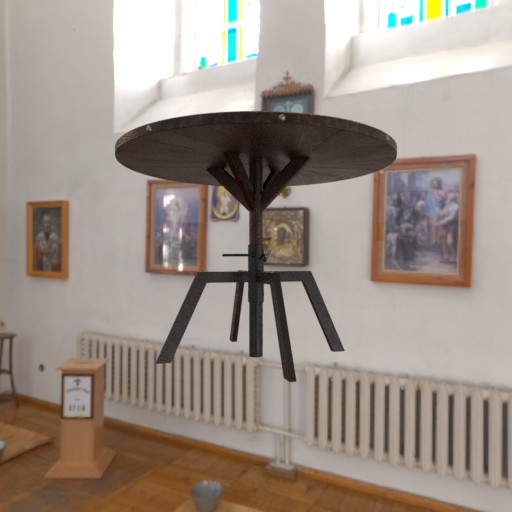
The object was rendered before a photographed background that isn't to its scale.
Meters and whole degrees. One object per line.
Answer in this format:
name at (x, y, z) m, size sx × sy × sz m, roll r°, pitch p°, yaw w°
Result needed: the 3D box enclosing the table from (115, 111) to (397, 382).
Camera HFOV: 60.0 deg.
table at (0.000, 0.000, 1.455) m, size 0.885 × 0.658 × 0.885 m, roll 0°, pitch -1°, yaw 0°
